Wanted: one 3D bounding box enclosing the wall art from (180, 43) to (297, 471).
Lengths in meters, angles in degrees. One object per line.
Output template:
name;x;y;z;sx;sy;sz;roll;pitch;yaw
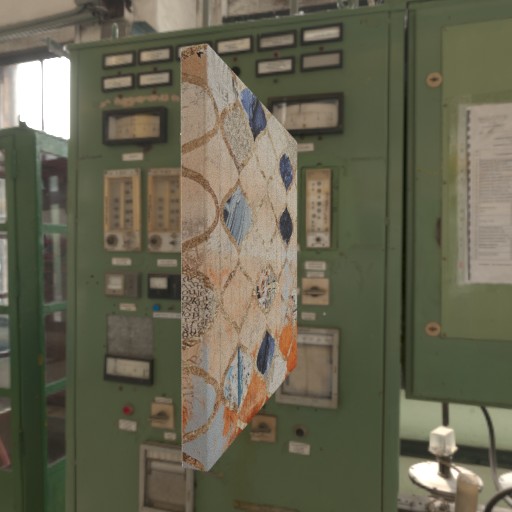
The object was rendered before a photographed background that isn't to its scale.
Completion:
wall art;0.000;0.000;0.769;0.038;0.508;0.507;0;1;17
